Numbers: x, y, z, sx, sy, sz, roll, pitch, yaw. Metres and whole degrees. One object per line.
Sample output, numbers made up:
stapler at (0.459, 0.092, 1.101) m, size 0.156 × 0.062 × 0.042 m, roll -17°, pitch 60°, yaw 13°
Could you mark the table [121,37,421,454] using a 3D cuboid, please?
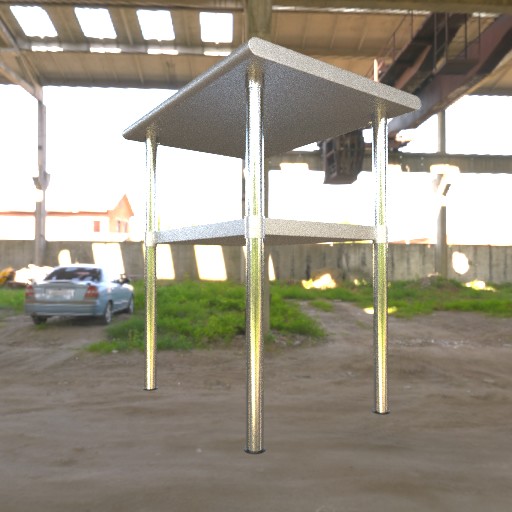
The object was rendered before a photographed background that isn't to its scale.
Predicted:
table at (0.000, 0.000, 1.363) m, size 0.584 × 0.876 × 0.762 m, roll 1°, pitch -1°, yaw -36°
